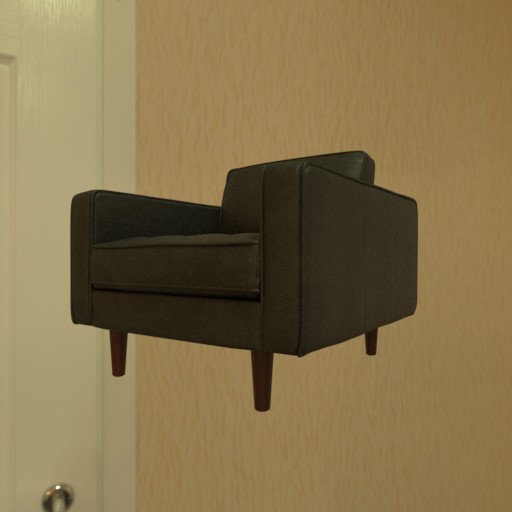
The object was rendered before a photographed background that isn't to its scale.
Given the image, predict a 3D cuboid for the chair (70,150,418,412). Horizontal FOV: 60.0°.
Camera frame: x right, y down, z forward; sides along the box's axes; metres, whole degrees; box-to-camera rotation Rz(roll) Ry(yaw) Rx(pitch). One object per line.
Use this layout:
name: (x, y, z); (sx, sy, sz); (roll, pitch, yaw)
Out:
chair: (0.000, 0.000, 1.554); (0.889, 0.763, 0.914); (0, 0, 35)
